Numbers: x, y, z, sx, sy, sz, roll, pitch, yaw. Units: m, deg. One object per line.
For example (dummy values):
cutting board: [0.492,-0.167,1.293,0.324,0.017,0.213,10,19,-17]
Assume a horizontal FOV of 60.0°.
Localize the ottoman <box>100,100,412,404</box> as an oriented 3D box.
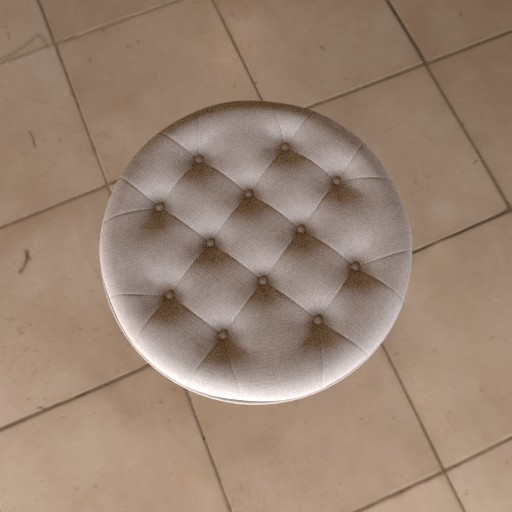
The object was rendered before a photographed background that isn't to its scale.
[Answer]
ottoman: [0.000,0.000,1.371,0.849,0.478,0.849,0,76,0]
